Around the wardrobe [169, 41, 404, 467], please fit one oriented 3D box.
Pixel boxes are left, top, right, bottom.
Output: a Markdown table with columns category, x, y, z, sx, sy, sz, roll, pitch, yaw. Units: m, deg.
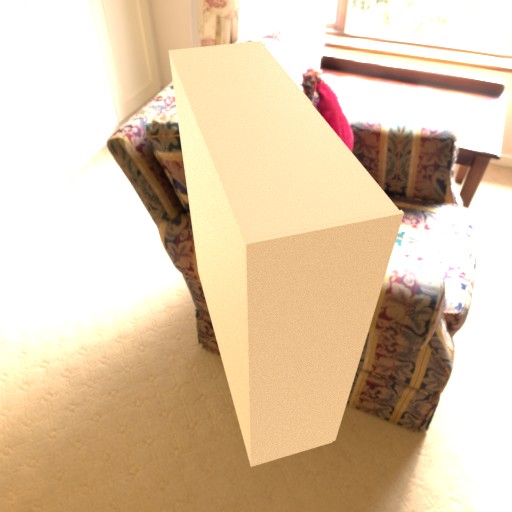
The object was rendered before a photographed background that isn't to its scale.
| category | x | y | z | sx | sy | sz | roll | pitch | yaw |
| --- | --- | --- | --- | --- | --- | --- | --- | --- | --- |
| wardrobe | 0.000 | 0.000 | 2.899 | 0.600 | 2.020 | 1.830 | -12 | 46 | -11 |
